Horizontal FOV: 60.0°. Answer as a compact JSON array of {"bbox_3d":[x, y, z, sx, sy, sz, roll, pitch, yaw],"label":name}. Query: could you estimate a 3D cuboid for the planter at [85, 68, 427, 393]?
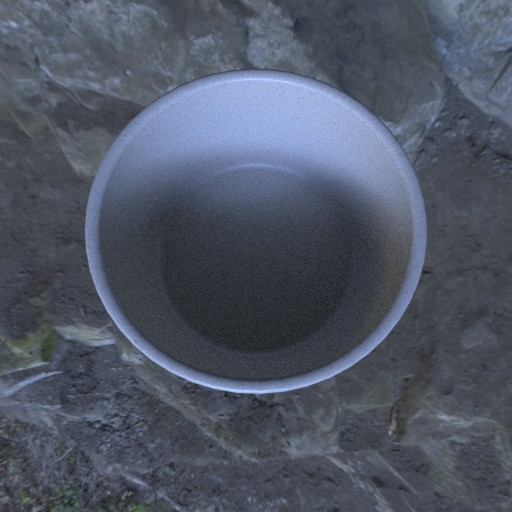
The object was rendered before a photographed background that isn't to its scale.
[{"bbox_3d":[0.000,0.000,0.555,0.317,0.303,0.317,0,75,0],"label":"planter"}]
